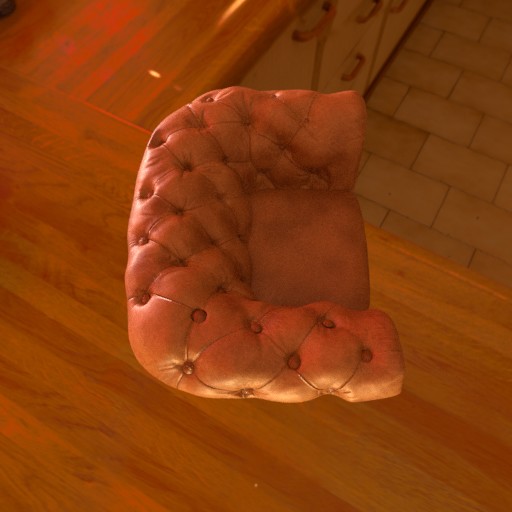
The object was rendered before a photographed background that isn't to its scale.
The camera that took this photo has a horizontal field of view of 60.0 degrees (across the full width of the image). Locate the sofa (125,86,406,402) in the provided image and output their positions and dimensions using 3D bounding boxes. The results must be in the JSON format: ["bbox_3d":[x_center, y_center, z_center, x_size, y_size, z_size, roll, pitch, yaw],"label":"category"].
[{"bbox_3d":[0.000,0.000,2.063,1.033,0.878,1.405,0,63,0],"label":"sofa"}]
